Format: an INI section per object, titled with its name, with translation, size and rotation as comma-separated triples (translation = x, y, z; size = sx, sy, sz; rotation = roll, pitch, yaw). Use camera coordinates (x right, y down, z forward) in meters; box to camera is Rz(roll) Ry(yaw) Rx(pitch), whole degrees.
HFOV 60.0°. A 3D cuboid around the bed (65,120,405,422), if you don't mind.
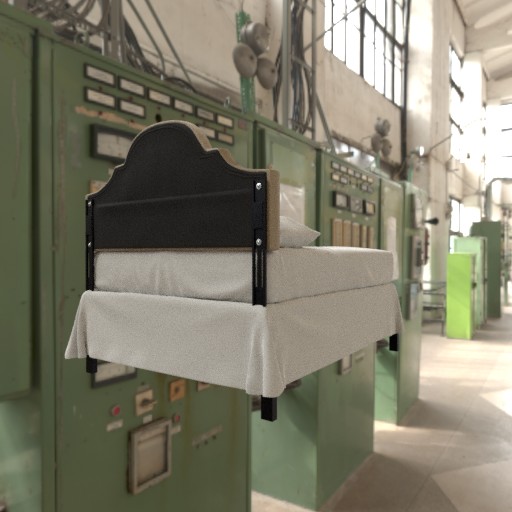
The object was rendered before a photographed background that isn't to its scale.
[bed]
translation = 0.000, 0.000, 3.457
size = 1.780, 1.634, 2.222
rotation = 0, 1, 36
